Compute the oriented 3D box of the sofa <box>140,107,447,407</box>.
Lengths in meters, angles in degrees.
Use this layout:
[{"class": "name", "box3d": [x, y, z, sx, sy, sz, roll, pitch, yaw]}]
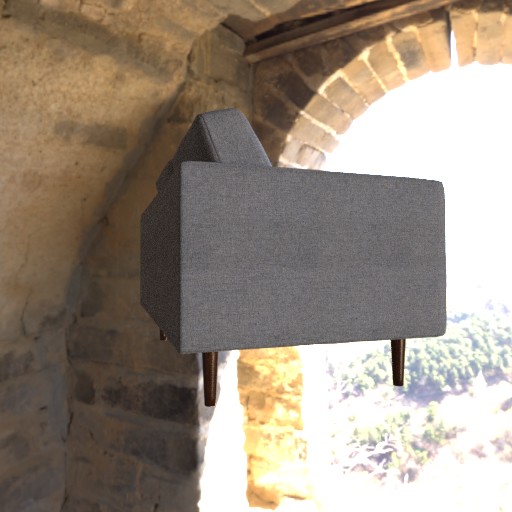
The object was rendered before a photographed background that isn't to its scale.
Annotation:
[{"class": "sofa", "box3d": [0.000, 0.000, 2.122, 0.969, 0.973, 1.527, 0, -1, -19]}]
